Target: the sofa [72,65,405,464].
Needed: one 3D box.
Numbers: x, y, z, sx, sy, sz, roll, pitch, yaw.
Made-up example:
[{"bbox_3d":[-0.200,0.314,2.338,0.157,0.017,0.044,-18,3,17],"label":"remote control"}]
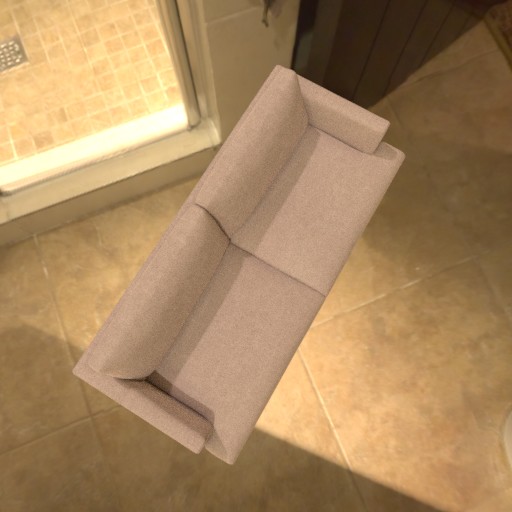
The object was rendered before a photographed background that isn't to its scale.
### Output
[{"bbox_3d":[0.000,0.000,2.776,1.020,0.868,2.250,30,78,7],"label":"sofa"}]
